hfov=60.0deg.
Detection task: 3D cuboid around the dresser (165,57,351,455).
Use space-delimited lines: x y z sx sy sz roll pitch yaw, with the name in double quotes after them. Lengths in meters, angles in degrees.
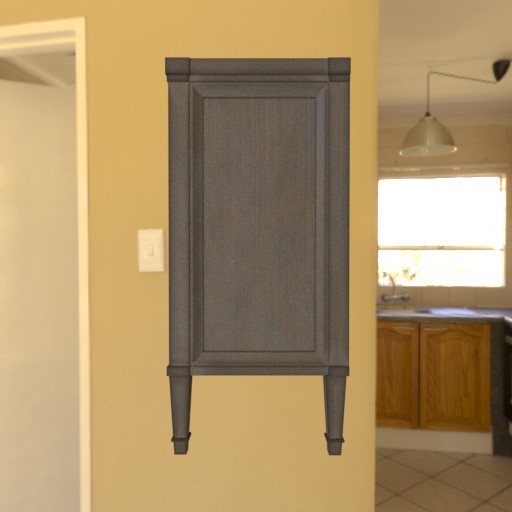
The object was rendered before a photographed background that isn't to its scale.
0.000 0.000 1.613 0.463 0.986 1.049 0 1 0 "dresser"
